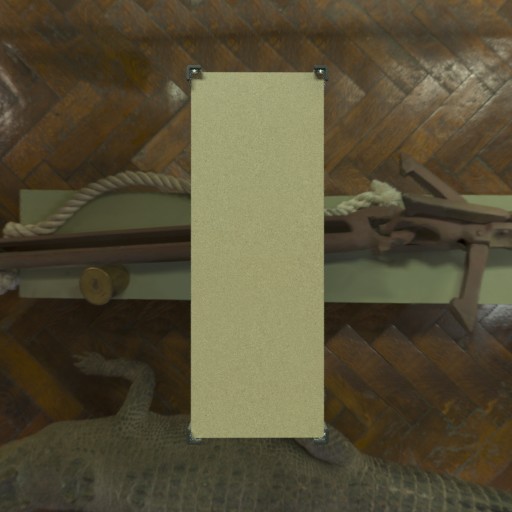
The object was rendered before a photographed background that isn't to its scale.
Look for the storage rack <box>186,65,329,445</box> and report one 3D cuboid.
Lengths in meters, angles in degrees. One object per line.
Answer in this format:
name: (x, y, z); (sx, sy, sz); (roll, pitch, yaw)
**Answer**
storage rack: (0.000, 0.000, 2.335); (0.457, 1.829, 1.219); (0, 90, 0)
